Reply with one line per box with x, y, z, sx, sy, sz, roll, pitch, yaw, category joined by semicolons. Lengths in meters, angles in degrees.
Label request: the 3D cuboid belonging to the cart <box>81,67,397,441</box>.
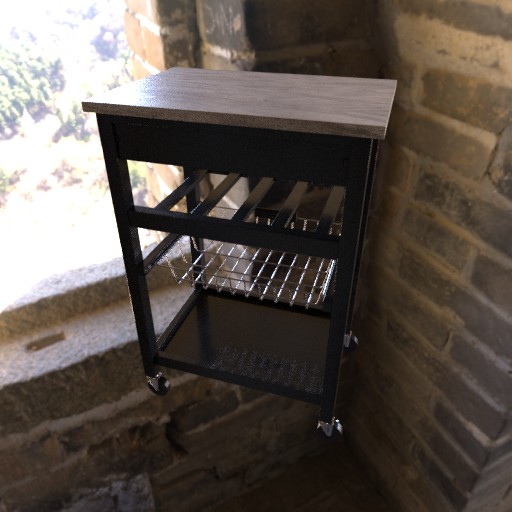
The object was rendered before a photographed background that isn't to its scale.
0.000;0.000;1.169;0.584;0.839;0.403;10;33;15;cart
